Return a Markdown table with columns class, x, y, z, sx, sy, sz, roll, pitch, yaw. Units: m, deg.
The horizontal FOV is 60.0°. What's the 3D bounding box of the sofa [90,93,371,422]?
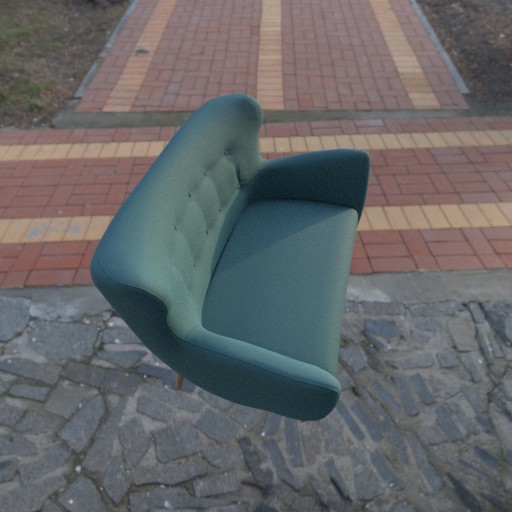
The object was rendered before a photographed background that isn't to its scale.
| class | x | y | z | sx | sy | sz | roll | pitch | yaw |
| --- | --- | --- | --- | --- | --- | --- | --- | --- | --- |
| sofa | 0.000 | 0.000 | 1.983 | 0.889 | 0.889 | 1.397 | 10 | 46 | 10 |
